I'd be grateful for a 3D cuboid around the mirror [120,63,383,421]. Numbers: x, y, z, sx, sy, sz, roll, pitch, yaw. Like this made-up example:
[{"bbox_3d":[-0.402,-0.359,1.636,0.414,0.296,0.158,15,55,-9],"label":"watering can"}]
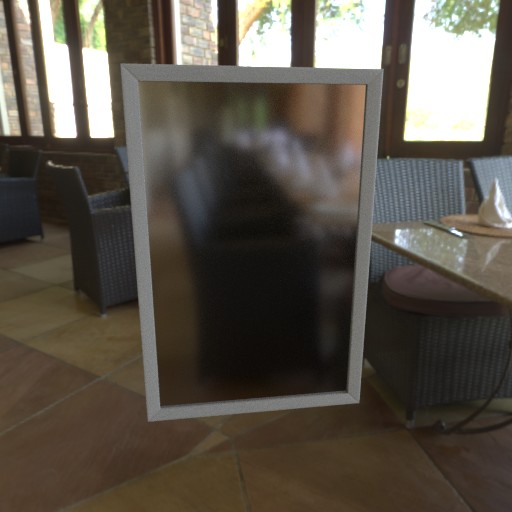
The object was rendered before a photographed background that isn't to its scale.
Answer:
[{"bbox_3d":[0.000,0.000,1.159,0.609,0.915,0.040,-2,16,-8],"label":"mirror"}]
